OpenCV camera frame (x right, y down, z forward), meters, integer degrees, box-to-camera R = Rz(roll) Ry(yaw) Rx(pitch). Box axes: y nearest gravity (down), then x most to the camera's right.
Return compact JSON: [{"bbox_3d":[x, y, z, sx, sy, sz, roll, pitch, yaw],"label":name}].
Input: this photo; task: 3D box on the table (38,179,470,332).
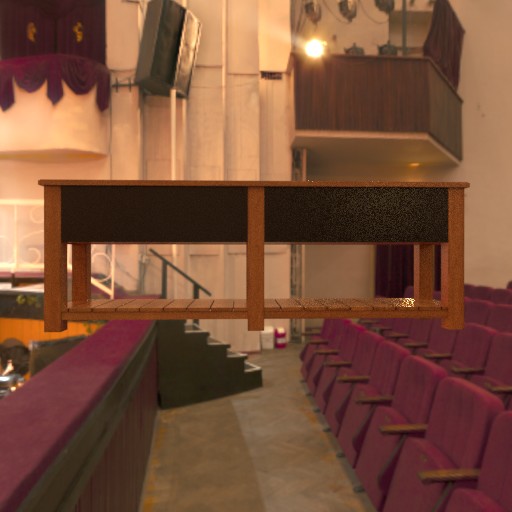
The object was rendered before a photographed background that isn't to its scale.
[{"bbox_3d":[0.000,0.000,2.075,1.815,0.635,0.425,0,0,-2],"label":"table"}]
